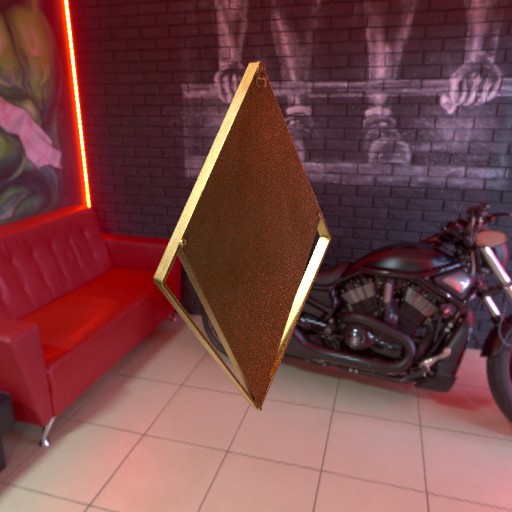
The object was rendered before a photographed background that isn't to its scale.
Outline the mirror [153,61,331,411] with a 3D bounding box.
[{"bbox_3d":[0.000,0.000,0.841,0.419,0.679,0.032,-15,22,-39],"label":"mirror"}]
